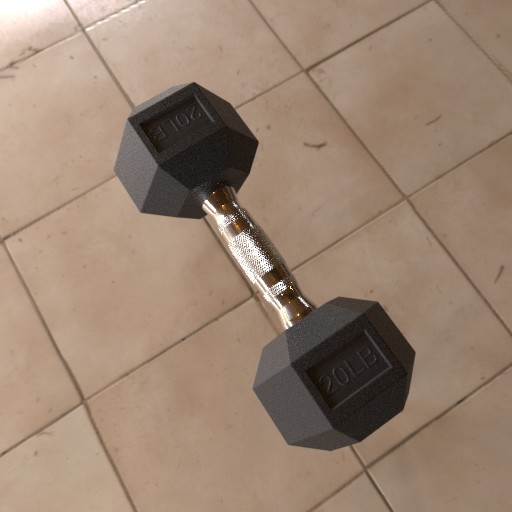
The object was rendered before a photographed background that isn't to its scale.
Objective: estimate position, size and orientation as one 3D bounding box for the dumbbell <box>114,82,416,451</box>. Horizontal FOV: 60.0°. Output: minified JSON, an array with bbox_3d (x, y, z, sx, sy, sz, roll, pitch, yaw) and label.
[{"bbox_3d":[0.000,0.000,0.351,0.116,0.101,0.297,-33,77,-9],"label":"dumbbell"}]
